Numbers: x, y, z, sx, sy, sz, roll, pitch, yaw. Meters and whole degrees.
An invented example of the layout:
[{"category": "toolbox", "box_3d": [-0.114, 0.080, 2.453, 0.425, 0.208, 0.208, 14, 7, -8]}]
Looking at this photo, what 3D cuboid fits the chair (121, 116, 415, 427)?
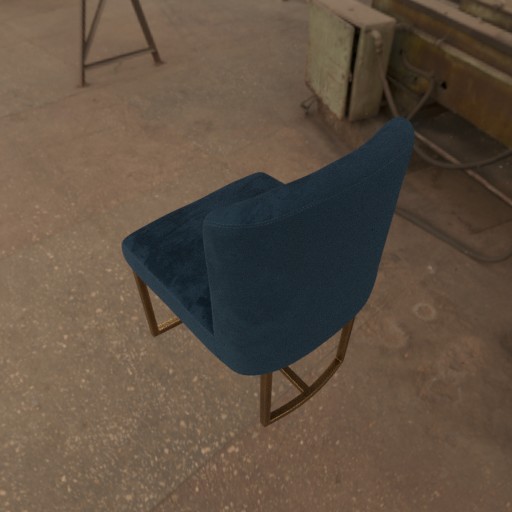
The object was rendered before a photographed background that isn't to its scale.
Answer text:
[{"category": "chair", "box_3d": [0.000, 0.000, 1.176, 0.530, 0.824, 0.560, -31, 53, -27]}]
